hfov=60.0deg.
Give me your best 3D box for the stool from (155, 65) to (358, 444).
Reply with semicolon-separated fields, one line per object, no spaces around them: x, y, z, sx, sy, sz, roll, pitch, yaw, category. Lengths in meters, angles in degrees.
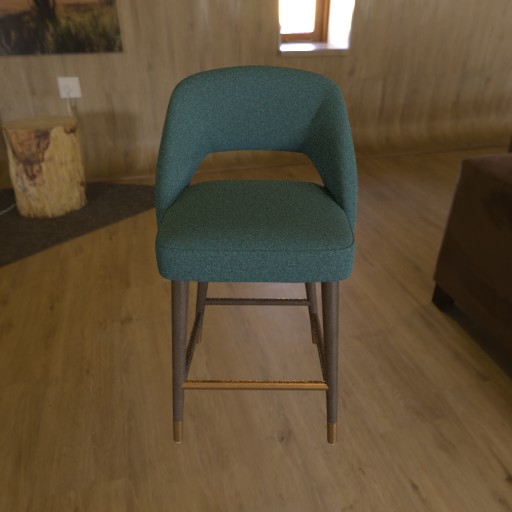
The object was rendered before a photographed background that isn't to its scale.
0.000;0.000;1.250;0.536;0.939;0.522;0;30;1;stool
